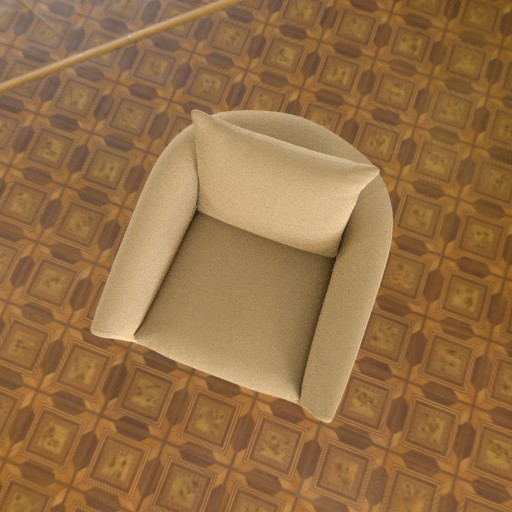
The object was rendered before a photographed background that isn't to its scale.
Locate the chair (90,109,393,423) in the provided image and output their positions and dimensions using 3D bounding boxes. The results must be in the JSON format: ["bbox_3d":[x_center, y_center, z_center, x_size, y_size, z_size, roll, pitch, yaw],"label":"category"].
[{"bbox_3d":[0.000,0.000,1.635,0.845,0.848,0.910,19,78,4],"label":"chair"}]
